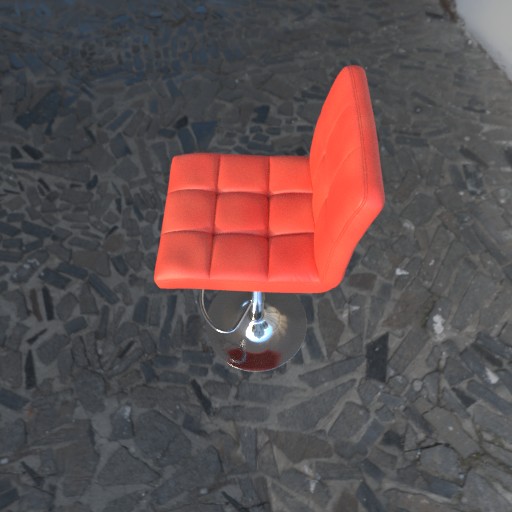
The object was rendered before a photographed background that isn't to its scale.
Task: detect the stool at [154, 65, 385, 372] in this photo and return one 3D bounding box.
[{"bbox_3d":[0.000,0.000,1.394,0.505,1.115,0.430,1,60,1],"label":"stool"}]
